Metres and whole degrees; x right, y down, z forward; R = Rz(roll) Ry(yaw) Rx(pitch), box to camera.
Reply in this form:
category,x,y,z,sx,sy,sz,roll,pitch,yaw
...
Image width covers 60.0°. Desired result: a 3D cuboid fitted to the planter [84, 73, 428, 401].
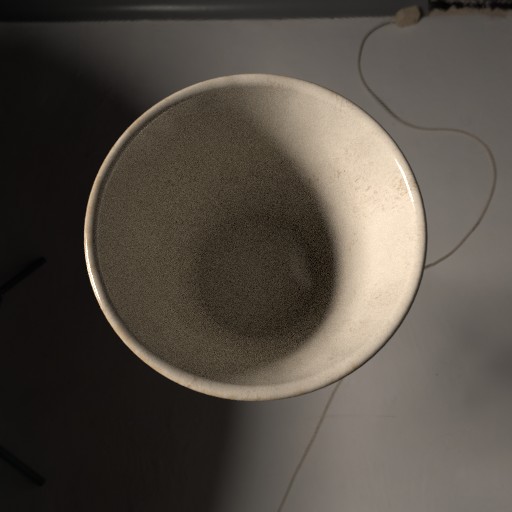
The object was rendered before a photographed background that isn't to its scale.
category,x,y,z,sx,sy,sz,roll,pitch,yaw
planter,0.000,0.000,0.213,0.126,0.104,0.126,0,76,0
